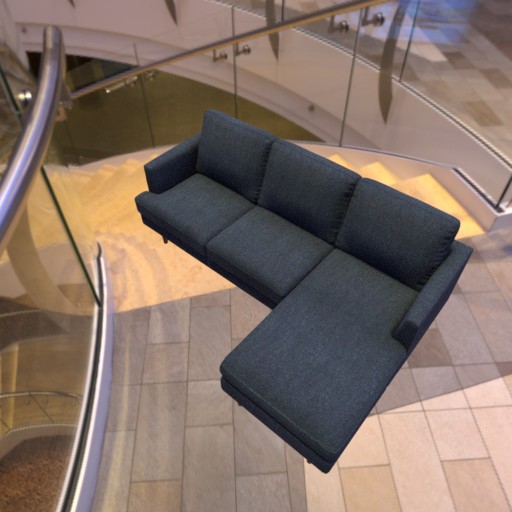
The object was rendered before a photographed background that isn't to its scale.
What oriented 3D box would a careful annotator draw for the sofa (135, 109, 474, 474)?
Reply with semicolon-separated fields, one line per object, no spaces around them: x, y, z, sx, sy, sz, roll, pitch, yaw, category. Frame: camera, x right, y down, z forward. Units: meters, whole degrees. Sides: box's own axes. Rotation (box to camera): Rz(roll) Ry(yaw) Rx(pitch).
0.000;0.000;2.953;2.233;0.956;1.504;32;54;26;sofa
